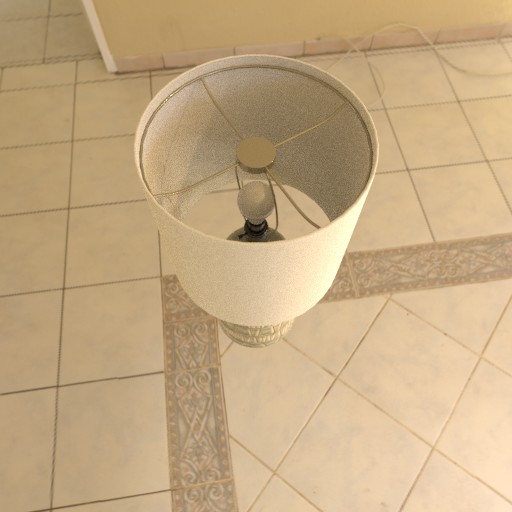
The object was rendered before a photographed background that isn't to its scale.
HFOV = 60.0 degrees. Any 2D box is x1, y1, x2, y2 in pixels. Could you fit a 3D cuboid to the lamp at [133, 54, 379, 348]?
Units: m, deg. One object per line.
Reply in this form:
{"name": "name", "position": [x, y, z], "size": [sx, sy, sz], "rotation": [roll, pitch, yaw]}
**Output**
{"name": "lamp", "position": [0.000, 0.000, 0.586], "size": [0.211, 0.455, 0.211], "rotation": [-16, 64, -8]}
